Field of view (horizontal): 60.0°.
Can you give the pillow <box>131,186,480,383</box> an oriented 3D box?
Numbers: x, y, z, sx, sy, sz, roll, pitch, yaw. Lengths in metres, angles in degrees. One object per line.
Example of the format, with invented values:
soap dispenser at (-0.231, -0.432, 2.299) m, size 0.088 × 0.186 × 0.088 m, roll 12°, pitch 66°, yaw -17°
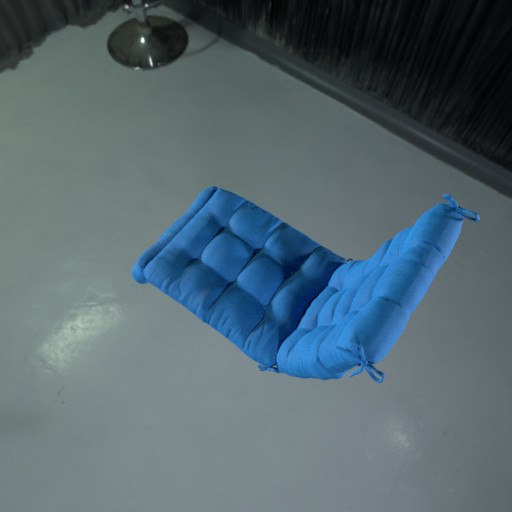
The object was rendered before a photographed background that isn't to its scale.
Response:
pillow at (0.000, 0.000, 1.502) m, size 1.016 × 0.863 × 0.526 m, roll 33°, pitch 68°, yaw 16°
